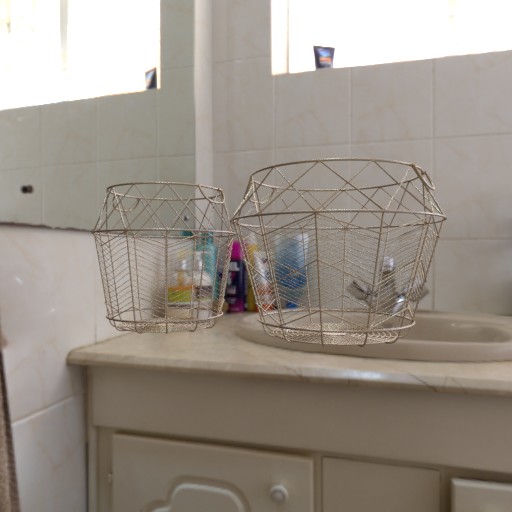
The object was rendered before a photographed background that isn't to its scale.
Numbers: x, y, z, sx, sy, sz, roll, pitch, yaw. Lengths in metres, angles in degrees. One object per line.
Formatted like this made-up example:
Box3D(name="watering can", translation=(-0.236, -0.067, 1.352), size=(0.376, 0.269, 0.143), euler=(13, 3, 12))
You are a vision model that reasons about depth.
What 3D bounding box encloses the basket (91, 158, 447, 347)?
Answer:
Box3D(name="basket", translation=(0.000, 0.000, 1.014), size=(0.805, 0.343, 0.451), euler=(0, 0, 18))
